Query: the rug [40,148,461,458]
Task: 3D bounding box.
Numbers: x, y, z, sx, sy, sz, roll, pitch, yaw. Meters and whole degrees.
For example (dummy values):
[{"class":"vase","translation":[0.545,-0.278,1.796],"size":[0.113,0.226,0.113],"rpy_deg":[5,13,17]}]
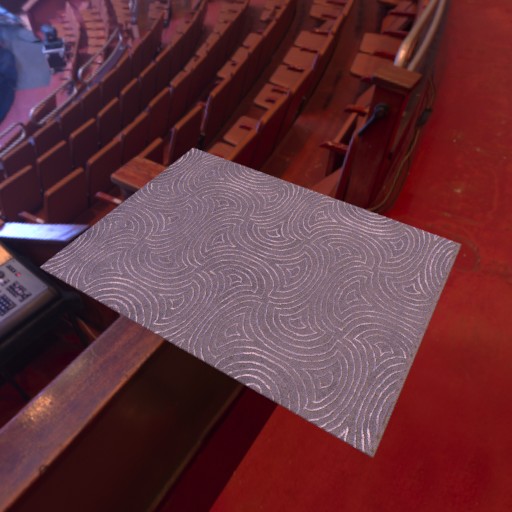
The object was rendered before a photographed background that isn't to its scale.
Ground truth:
[{"class":"rug","translation":[0.000,0.000,2.771],"size":[2.144,0.015,1.543],"rpy_deg":[24,51,21]}]
